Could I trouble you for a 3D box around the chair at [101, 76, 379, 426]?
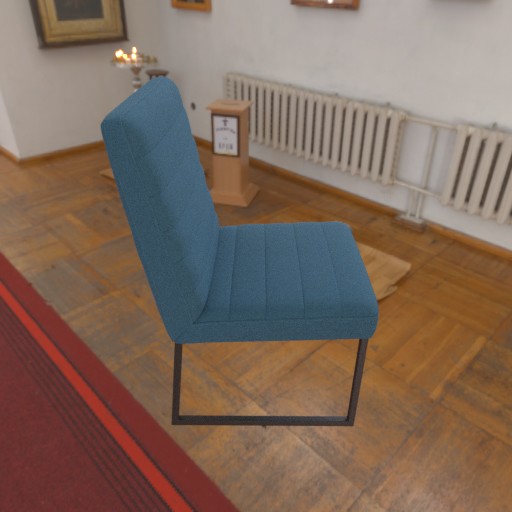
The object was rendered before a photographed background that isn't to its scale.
[{"bbox_3d":[0.000,0.000,1.310,0.634,0.930,0.520,0,31,0],"label":"chair"}]
